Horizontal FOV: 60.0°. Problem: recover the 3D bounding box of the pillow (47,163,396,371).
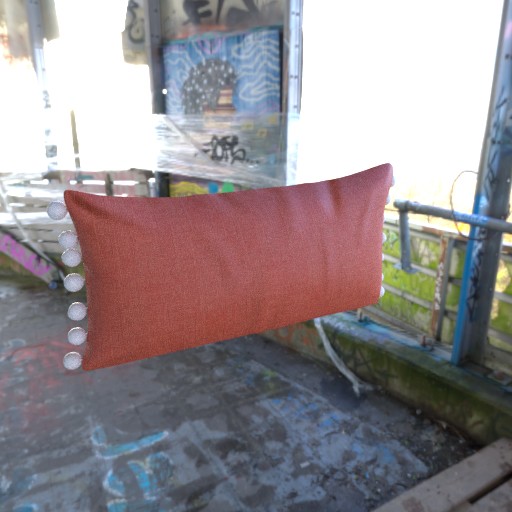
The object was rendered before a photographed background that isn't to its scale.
[{"bbox_3d":[0.000,0.000,0.842,0.709,0.322,0.201,-9,19,-27],"label":"pillow"}]
